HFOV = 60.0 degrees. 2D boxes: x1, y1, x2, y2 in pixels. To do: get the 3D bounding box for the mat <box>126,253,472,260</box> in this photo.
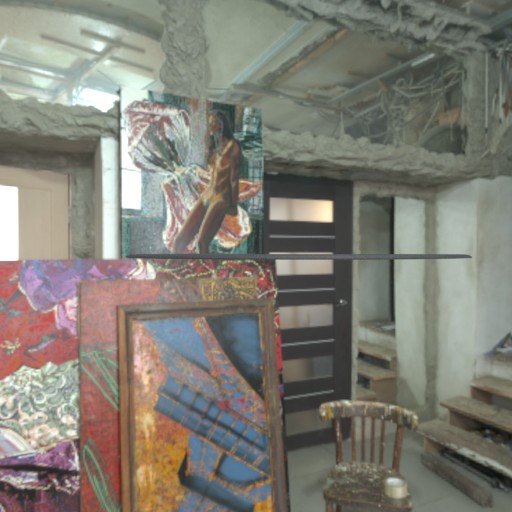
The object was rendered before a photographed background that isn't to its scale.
[{"bbox_3d":[0.000,0.000,1.862,1.525,0.016,0.917,0,1,35],"label":"mat"}]
